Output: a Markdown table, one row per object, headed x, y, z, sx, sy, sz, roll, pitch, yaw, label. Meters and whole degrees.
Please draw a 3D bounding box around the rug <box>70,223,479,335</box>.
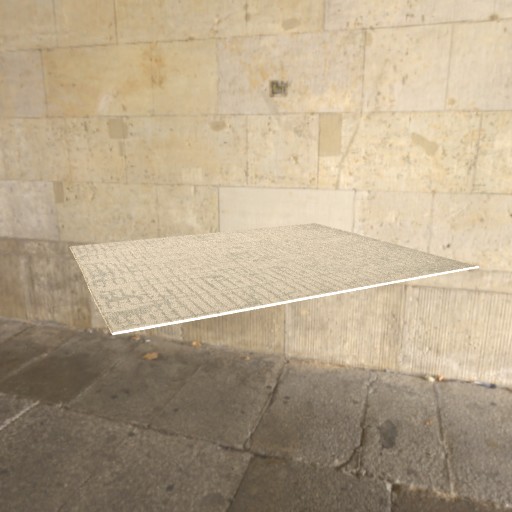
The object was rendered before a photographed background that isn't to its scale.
| x | y | z | sx | sy | sz | roll | pitch | yaw | label |
| --- | --- | --- | --- | --- | --- | --- | --- | --- | --- |
| 0.000 | 0.000 | 4.178 | 3.061 | 0.014 | 2.447 | -7 | 16 | -26 | rug |
